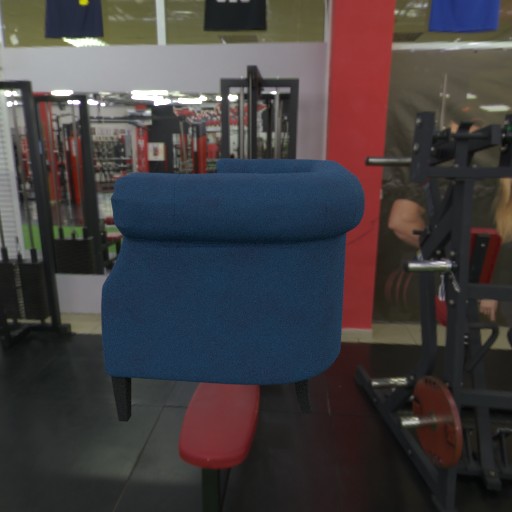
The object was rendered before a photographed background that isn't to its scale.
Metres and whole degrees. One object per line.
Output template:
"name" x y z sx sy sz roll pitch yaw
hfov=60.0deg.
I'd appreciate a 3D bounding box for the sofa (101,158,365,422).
"sofa" 0.000 0.000 2.005 0.835 0.827 1.558 2 14 7
